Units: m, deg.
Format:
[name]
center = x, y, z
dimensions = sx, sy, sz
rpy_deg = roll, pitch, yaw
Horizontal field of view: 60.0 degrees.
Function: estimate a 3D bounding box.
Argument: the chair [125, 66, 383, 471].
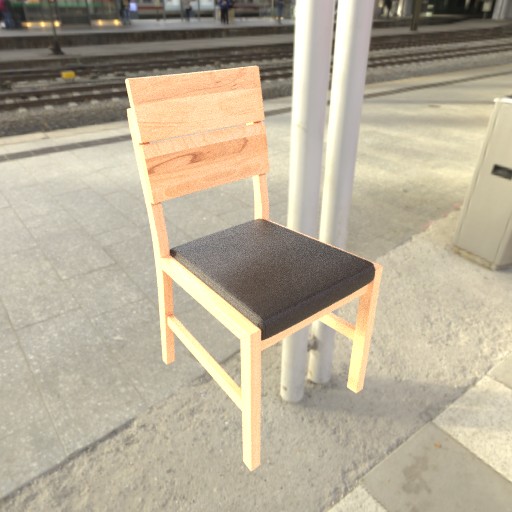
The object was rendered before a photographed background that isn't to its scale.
[chair]
center = 0.000, 0.000, 1.292
dimensions = 0.475, 0.950, 0.560
rpy_deg = -22, 36, -33
